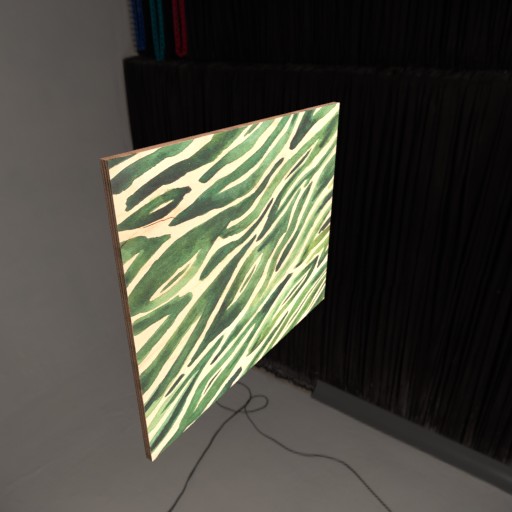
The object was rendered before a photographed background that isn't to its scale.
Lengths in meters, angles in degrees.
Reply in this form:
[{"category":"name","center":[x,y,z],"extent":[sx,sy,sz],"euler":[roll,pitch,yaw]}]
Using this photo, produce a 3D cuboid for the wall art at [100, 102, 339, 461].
[{"category":"wall art","center":[0.000,0.000,0.696],"extent":[0.012,0.408,0.508],"euler":[17,31,31]}]
